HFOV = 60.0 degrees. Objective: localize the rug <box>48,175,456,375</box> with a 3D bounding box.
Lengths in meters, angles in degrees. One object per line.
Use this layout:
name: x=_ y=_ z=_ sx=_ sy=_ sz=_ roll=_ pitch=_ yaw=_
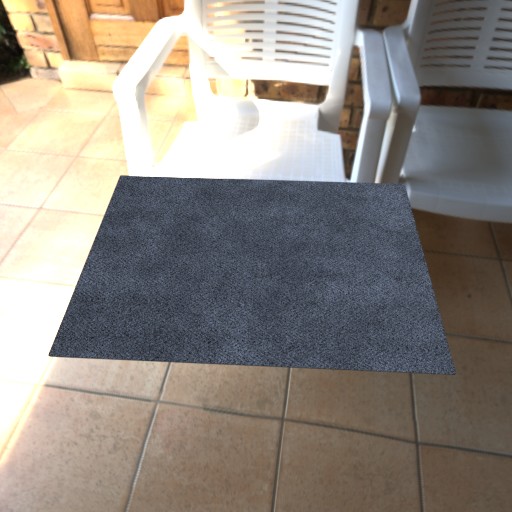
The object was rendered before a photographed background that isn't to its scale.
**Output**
rug: x=0.000 y=0.000 z=2.950 sx=2.235 sy=0.008 sz=1.600 roll=2 pitch=48 yaw=2
